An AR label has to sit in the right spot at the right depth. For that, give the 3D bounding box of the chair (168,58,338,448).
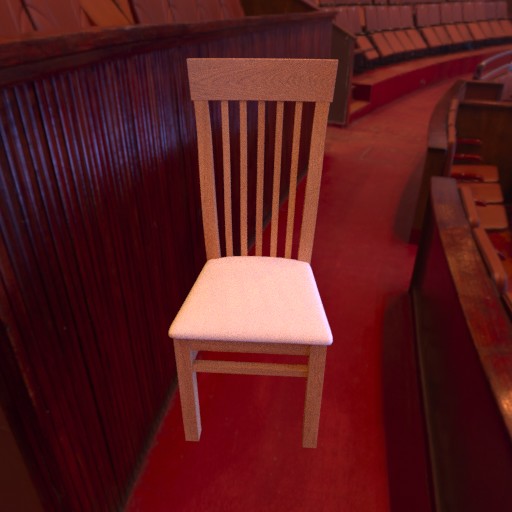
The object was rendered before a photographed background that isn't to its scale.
[{"bbox_3d":[0.000,0.000,1.356,0.450,1.050,0.580,2,30,3],"label":"chair"}]
